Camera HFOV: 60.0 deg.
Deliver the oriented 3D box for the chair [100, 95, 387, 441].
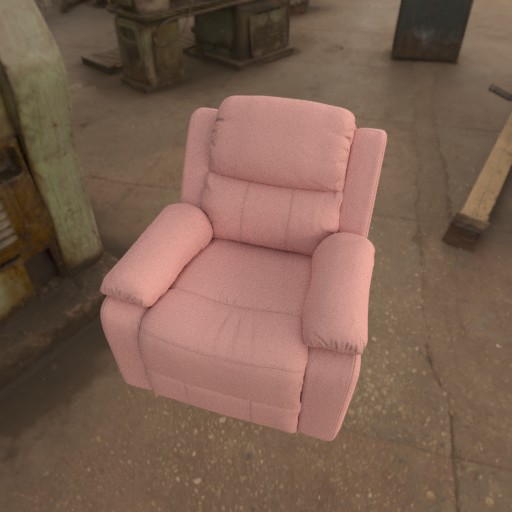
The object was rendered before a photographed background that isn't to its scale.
[{"bbox_3d":[0.000,0.000,1.279,0.680,0.702,0.709,11,42,13],"label":"chair"}]
